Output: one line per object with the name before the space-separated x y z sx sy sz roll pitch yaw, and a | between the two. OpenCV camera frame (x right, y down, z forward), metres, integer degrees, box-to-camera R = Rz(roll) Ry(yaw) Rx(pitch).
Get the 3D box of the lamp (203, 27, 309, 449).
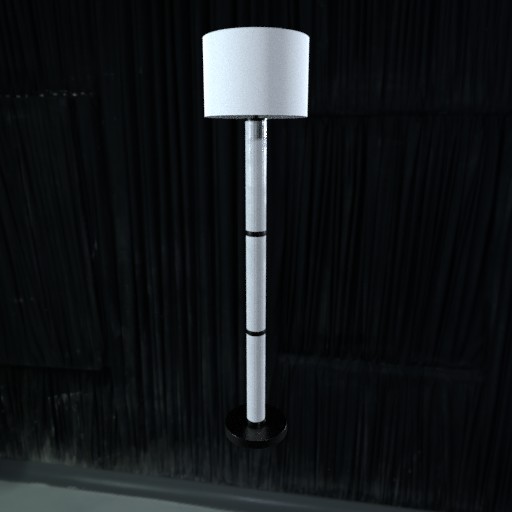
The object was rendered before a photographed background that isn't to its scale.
lamp | 0.000 0.000 1.777 0.377 1.599 0.377 2 15 6
